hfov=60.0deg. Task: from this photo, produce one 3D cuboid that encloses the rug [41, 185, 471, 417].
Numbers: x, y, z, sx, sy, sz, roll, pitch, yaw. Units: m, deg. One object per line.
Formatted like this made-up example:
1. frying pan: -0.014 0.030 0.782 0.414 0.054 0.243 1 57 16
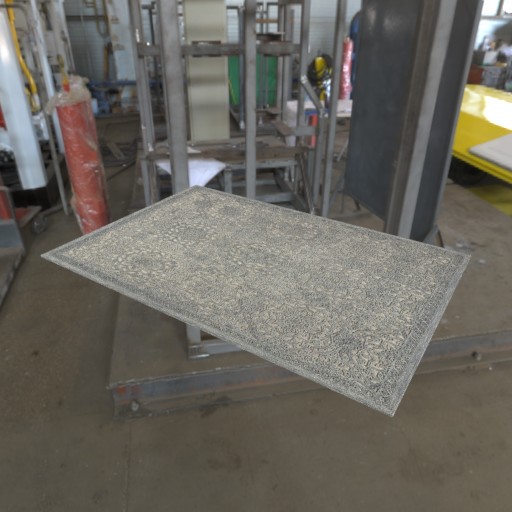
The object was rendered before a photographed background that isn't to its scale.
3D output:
1. rug: 0.000 0.000 2.249 1.819 0.012 1.208 18 34 29
